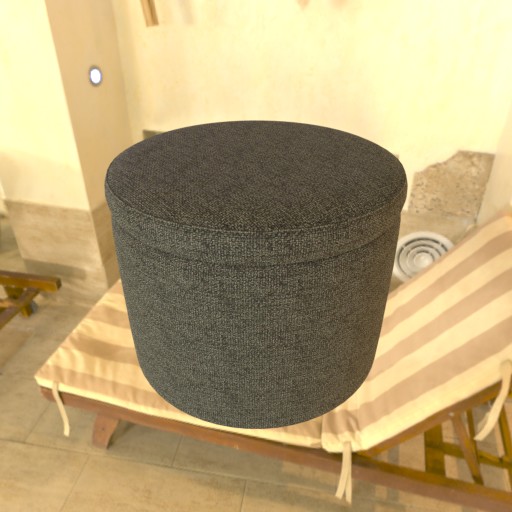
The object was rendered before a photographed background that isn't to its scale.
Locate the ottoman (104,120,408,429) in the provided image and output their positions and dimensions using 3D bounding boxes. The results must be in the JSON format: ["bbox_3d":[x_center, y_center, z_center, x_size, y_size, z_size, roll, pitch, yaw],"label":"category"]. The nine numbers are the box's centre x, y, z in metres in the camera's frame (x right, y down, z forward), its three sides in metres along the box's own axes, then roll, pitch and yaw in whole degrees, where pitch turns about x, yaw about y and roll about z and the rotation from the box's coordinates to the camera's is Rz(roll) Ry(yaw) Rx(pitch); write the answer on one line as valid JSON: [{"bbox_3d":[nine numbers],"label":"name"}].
[{"bbox_3d":[0.000,0.000,0.880,0.520,0.430,0.520,0,32,0],"label":"ottoman"}]
